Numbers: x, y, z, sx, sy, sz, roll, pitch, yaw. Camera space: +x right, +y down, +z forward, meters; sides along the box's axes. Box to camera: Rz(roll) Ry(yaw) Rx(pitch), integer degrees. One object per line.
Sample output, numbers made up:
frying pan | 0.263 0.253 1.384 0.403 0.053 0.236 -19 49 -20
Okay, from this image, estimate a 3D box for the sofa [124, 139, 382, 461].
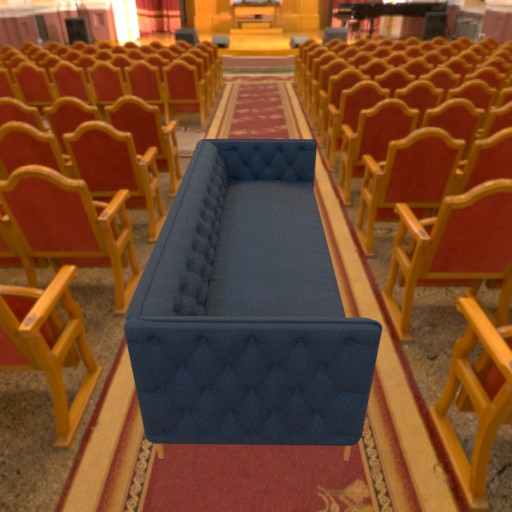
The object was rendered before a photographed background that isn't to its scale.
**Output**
sofa | 0.000 0.000 2.597 0.895 0.771 2.209 0 31 1
